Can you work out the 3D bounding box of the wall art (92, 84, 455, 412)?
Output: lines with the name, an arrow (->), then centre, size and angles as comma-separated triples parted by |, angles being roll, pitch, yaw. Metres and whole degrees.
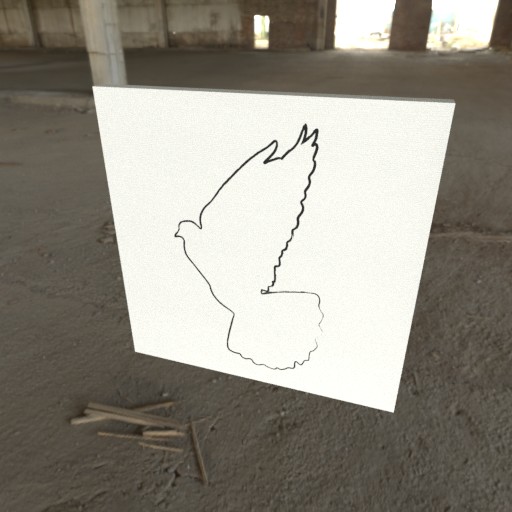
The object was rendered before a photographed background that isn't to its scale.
wall art -> 0.000, 0.000, 0.872 | 0.610, 0.610, 0.038 | 9, 29, 16
